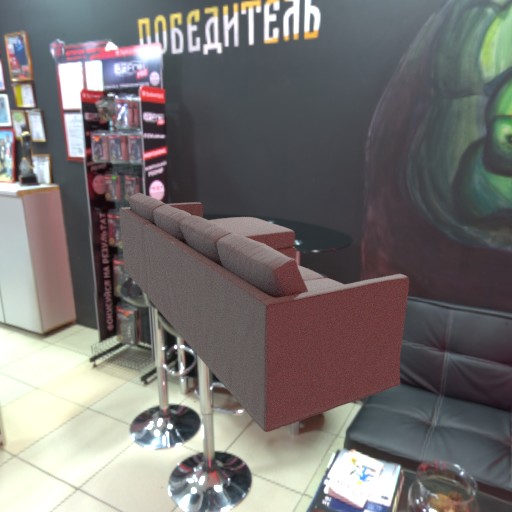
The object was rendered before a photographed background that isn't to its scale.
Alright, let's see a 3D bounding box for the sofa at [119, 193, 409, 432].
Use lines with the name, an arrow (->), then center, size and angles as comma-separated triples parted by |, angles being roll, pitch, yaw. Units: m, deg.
sofa -> 0.000, 0.000, 3.815 | 1.622, 0.867, 3.177 | -8, 17, -27
